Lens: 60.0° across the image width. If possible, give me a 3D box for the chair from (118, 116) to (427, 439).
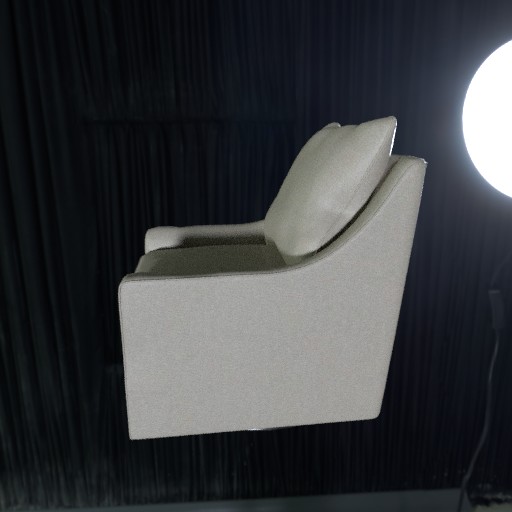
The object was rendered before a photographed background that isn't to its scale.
[{"bbox_3d":[0.000,0.000,1.595,0.876,0.942,0.760,-2,15,-8],"label":"chair"}]
